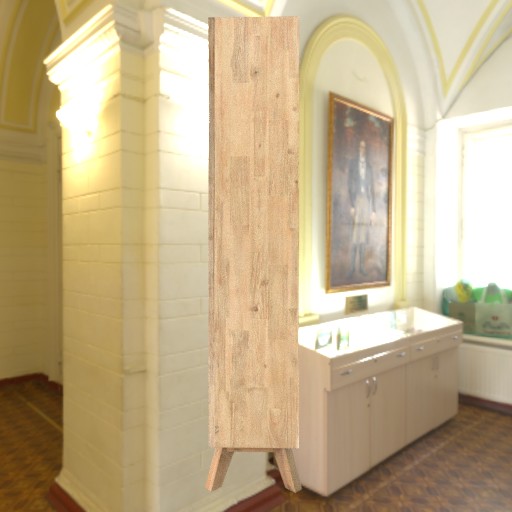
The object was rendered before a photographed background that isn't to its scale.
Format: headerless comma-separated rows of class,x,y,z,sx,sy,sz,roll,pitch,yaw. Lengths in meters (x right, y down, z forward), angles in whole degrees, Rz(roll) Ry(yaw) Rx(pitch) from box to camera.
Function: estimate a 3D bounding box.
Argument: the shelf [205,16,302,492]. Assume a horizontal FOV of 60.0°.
shelf,0.000,0.000,1.736,0.308,1.471,0.748,0,1,1
